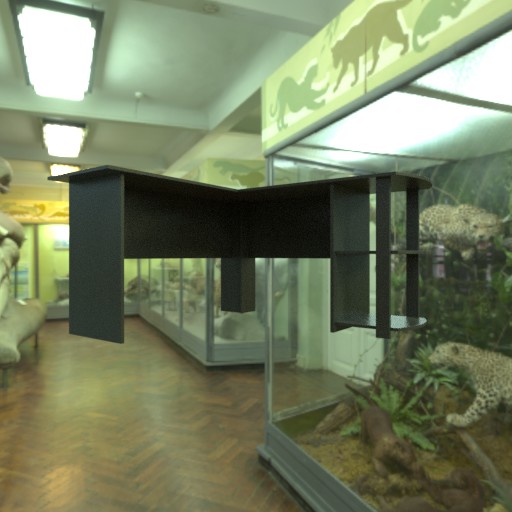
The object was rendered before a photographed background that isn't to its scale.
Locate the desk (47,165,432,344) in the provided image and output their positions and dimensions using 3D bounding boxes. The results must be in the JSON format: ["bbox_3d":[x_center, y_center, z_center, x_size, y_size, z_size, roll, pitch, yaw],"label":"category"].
[{"bbox_3d":[0.000,0.000,2.104,1.361,0.716,1.303,0,0,37],"label":"desk"}]
